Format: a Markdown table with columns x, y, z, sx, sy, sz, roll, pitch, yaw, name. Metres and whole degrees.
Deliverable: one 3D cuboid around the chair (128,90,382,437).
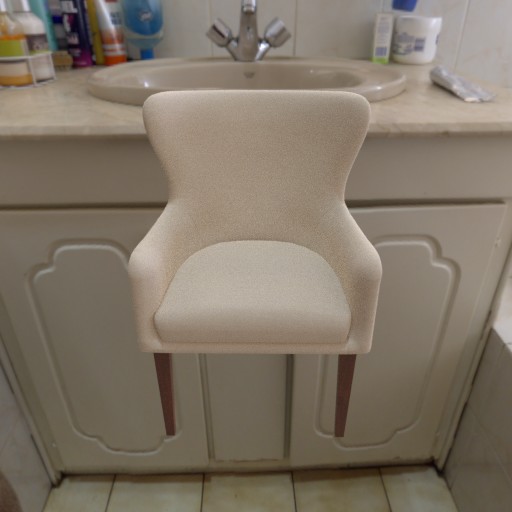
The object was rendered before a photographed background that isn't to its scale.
| x | y | z | sx | sy | sz | roll | pitch | yaw | name |
| --- | --- | --- | --- | --- | --- | --- | --- | --- | --- |
| 0.000 | 0.000 | 1.496 | 0.696 | 0.990 | 0.744 | 0 | 30 | 1 | chair |
